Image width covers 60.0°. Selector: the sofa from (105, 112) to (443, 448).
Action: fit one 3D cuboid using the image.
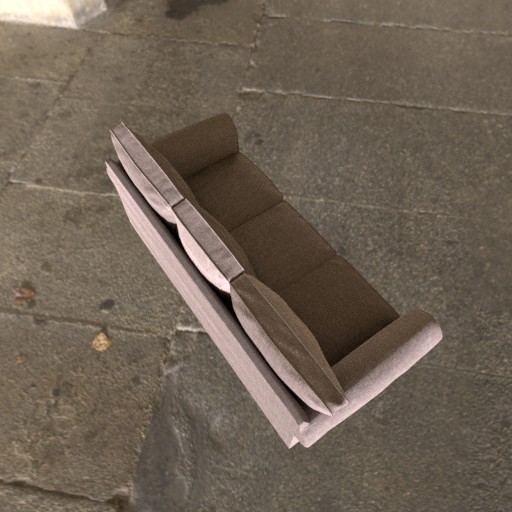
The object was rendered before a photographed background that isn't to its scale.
[{"bbox_3d":[0.000,0.000,2.688,0.916,0.961,2.084,-31,63,-18],"label":"sofa"}]
